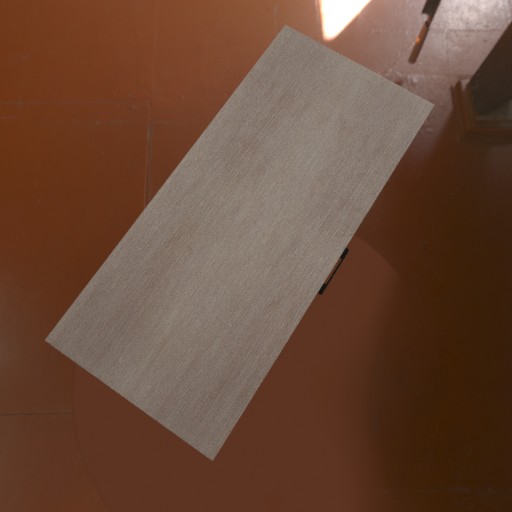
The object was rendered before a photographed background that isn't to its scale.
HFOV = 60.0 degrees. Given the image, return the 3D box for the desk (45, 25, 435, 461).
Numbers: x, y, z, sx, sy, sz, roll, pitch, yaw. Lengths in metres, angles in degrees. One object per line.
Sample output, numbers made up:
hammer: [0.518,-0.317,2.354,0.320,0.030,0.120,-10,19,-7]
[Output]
desk: [0.000,0.000,1.438,0.470,0.762,1.016,32,77,8]
